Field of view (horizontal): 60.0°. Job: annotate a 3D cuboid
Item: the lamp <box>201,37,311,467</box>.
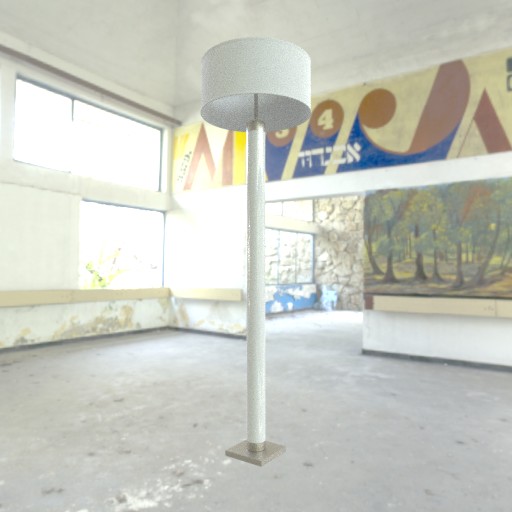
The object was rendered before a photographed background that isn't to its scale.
[{"bbox_3d":[0.000,0.000,1.671,0.420,1.475,0.420,-1,-2,36],"label":"lamp"}]
